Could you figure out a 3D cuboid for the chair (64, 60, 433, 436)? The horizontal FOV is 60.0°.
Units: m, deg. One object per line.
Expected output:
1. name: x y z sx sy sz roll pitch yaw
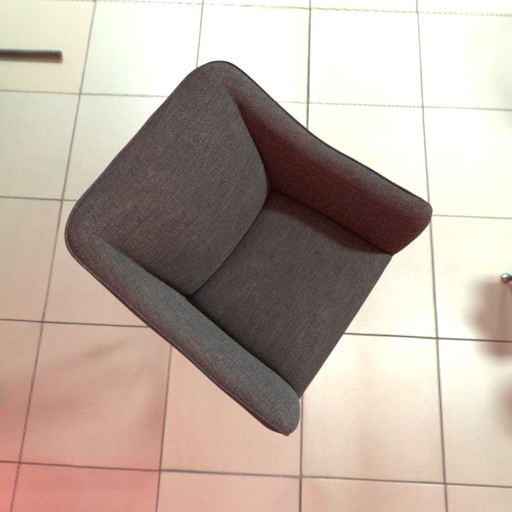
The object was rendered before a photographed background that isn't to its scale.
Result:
1. chair: 0.000 0.000 1.575 0.851 0.829 0.870 35 78 8
